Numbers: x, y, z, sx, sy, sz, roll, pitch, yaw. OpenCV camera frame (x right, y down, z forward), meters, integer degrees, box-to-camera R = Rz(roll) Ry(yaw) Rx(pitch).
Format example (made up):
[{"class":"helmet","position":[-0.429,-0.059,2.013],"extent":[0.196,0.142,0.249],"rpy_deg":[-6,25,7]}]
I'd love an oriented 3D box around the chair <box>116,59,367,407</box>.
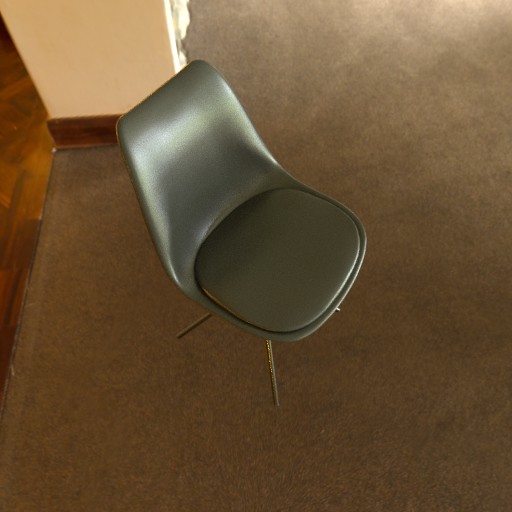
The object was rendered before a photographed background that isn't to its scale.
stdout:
[{"class":"chair","position":[0.000,0.000,1.196],"extent":[0.525,0.850,0.461],"rpy_deg":[30,62,18]}]
